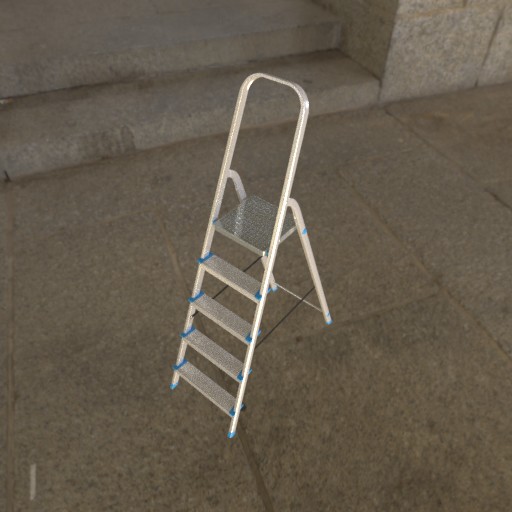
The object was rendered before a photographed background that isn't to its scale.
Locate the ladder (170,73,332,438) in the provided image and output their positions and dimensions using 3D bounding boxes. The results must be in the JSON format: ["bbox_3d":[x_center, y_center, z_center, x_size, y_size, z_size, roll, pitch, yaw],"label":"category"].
[{"bbox_3d":[0.000,0.000,2.129,0.468,1.648,0.990,30,52,27],"label":"ladder"}]
